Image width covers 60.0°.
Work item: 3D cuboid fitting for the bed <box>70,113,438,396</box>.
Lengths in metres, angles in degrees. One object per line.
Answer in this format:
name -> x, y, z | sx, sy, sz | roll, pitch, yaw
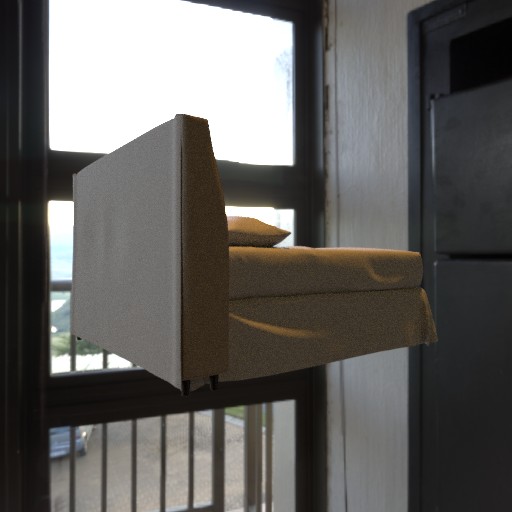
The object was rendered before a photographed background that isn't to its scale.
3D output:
bed -> 0.000, 0.000, 3.441 | 2.276, 1.332, 1.925 | 0, -1, -37
